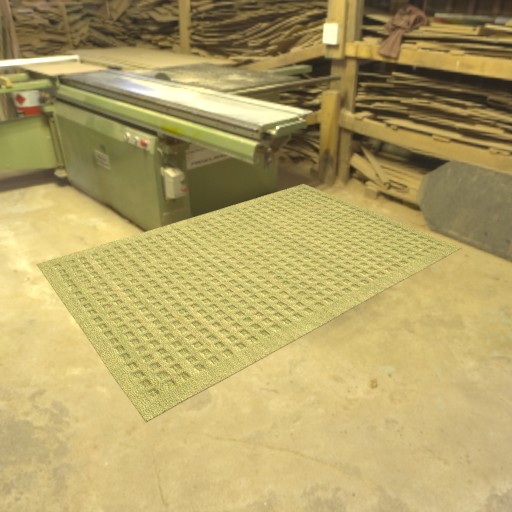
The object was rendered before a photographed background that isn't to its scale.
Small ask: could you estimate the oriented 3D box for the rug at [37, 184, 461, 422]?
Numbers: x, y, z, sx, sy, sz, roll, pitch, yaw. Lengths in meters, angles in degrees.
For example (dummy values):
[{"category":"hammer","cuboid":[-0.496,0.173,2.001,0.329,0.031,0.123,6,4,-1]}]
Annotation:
[{"category":"rug","cuboid":[0.000,0.000,2.865,2.297,0.007,1.529,-21,36,-32]}]
